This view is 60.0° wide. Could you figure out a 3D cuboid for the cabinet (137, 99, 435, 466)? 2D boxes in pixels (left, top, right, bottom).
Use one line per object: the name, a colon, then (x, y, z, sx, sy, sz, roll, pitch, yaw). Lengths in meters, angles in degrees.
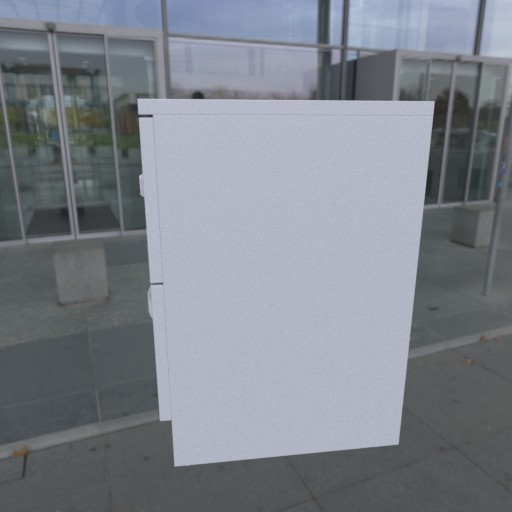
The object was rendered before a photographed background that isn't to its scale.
cabinet: (0.000, 0.000, 0.741, 0.360, 0.470, 0.400, -2, 16, -8)
